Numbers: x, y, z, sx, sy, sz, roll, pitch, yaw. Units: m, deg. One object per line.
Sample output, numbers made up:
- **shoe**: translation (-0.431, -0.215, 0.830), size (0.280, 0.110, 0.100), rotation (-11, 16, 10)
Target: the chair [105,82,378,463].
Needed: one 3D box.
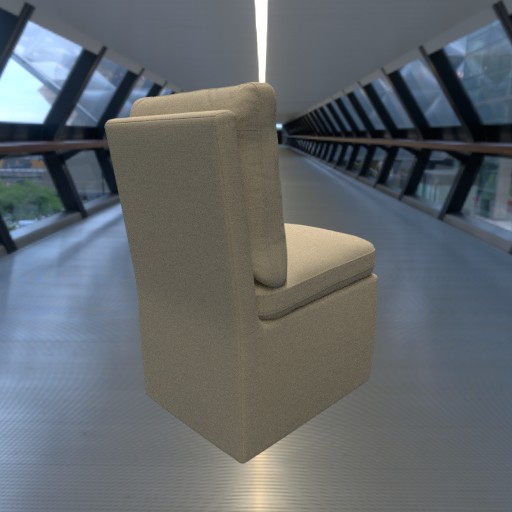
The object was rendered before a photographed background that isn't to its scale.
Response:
- **chair**: translation (0.000, 0.000, 1.363), size (0.698, 0.927, 0.503), rotation (-14, 20, -43)
